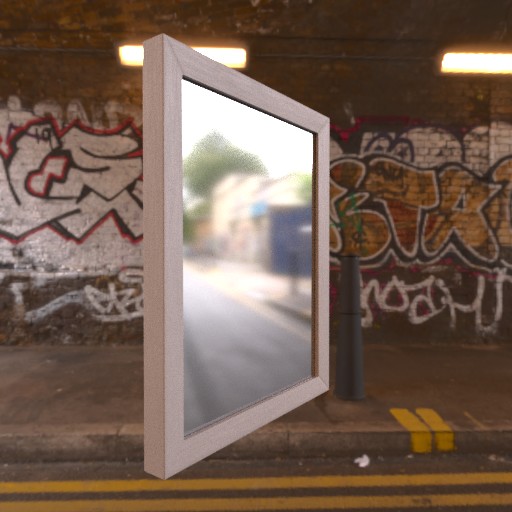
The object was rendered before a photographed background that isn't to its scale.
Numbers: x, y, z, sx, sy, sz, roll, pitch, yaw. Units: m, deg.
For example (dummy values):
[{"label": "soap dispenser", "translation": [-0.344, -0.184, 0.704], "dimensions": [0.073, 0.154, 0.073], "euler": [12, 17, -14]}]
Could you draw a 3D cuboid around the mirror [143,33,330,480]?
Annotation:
[{"label": "mirror", "translation": [0.000, 0.000, 0.677], "dimensions": [0.041, 0.508, 0.405], "euler": [1, 1, 37]}]
